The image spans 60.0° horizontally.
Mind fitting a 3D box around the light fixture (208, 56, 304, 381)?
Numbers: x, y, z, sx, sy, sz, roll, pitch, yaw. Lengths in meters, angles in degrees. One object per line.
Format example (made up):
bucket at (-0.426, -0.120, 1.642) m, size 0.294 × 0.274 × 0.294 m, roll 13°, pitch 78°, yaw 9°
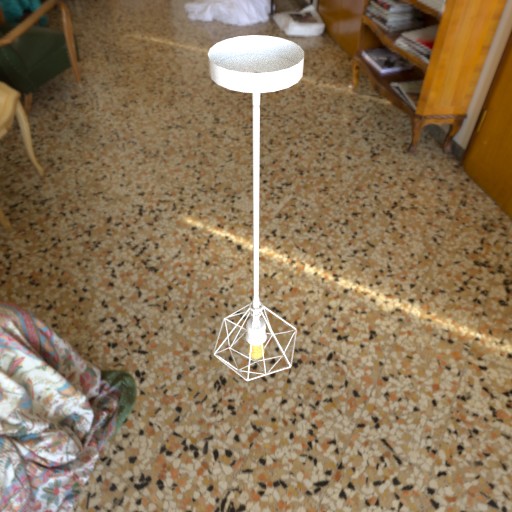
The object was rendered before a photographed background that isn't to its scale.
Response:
light fixture at (0.000, 0.000, 1.980) m, size 0.487 × 1.764 × 0.431 m, roll 32°, pitch 53°, yaw 27°
